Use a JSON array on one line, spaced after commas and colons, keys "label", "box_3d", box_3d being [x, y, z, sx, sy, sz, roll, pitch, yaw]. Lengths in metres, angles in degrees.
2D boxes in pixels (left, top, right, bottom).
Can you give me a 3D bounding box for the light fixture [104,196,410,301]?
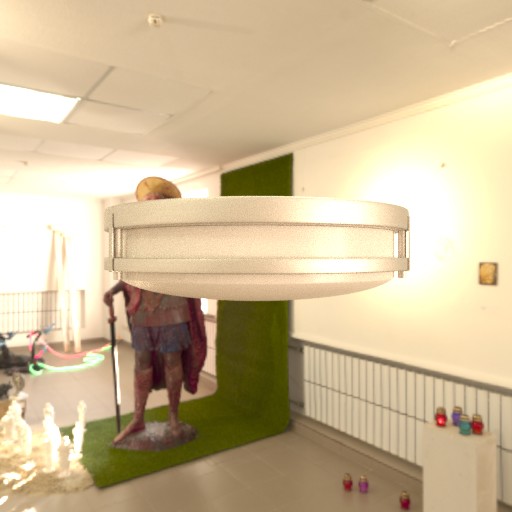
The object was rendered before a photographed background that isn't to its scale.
[{"label": "light fixture", "box_3d": [0.000, 0.000, 0.544, 0.356, 0.102, 0.356, 0, 0, 0]}]
